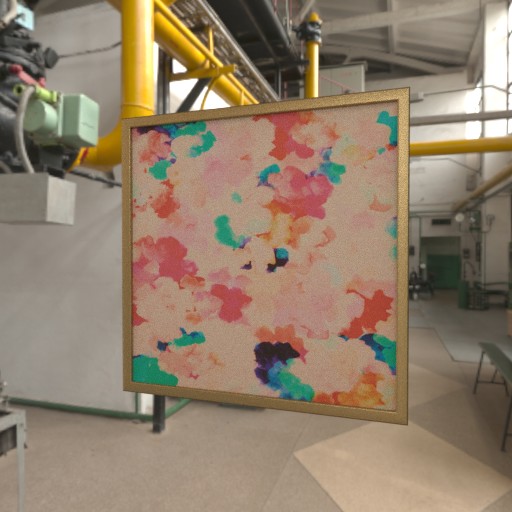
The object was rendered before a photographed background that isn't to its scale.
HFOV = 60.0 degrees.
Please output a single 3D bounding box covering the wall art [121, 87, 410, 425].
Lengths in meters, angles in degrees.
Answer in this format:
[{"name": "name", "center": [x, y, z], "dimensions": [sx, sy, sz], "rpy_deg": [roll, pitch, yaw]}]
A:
[{"name": "wall art", "center": [0.000, 0.000, 0.465], "dimensions": [0.304, 0.305, 0.038], "rpy_deg": [0, 1, 19]}]
